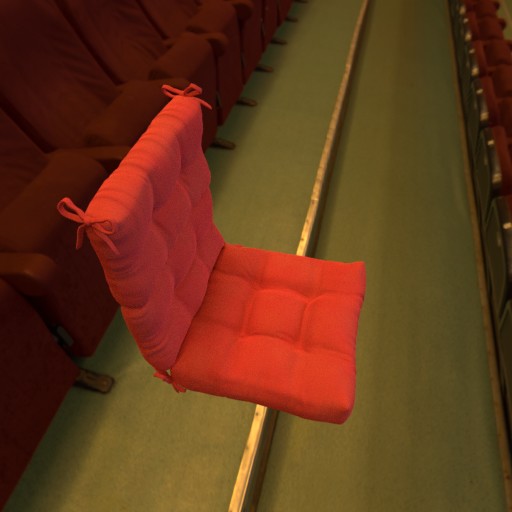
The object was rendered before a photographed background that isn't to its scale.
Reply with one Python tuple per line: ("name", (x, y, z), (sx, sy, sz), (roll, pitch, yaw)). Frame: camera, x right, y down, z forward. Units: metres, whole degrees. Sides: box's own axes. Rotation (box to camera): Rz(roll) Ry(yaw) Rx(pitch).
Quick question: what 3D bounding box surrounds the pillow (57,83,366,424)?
("pillow", (0.000, 0.000, 1.047), (0.571, 0.605, 0.519), (10, 47, 9))
